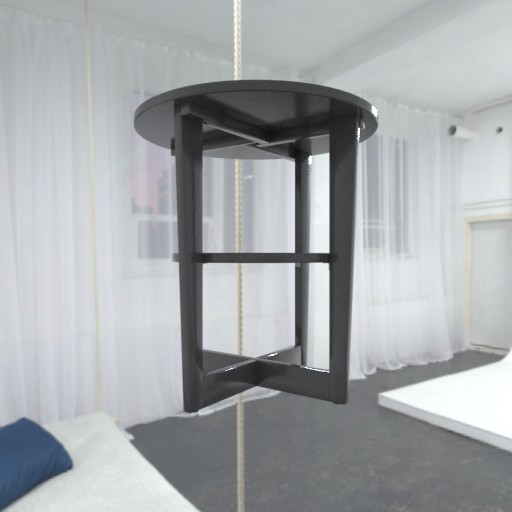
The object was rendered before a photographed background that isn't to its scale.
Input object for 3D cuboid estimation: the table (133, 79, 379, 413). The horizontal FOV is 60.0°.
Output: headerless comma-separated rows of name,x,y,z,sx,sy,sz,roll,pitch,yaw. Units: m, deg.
table,0.000,0.000,0.938,0.500,0.550,0.500,0,0,0
